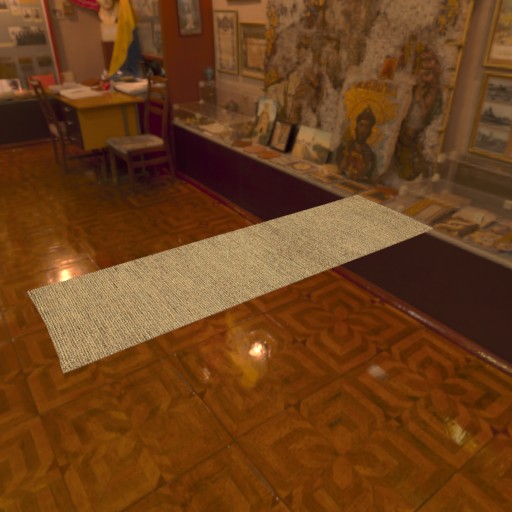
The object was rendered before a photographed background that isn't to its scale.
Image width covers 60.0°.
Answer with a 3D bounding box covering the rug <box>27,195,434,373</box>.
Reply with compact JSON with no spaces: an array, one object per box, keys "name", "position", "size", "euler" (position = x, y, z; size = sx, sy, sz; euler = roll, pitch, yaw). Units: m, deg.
[{"name":"rug","position":[0.000,0.000,2.565],"size":[2.335,0.013,0.697],"euler":[-18,35,-29]}]
